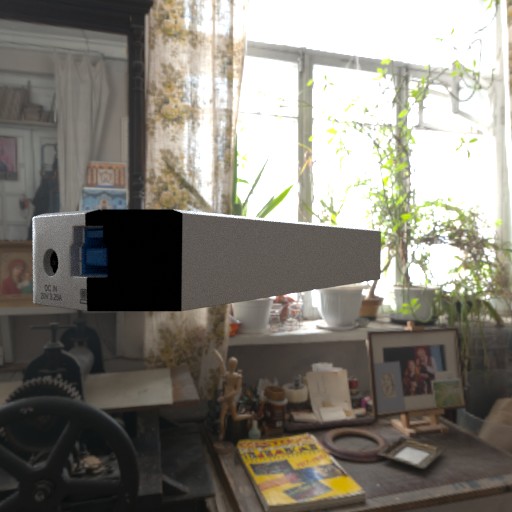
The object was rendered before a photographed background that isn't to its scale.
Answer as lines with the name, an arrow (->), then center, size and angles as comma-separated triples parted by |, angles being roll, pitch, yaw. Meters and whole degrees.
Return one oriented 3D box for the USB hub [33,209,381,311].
USB hub -> 0.000, 0.000, 0.162 | 0.044, 0.023, 0.145 | 1, 1, 35
